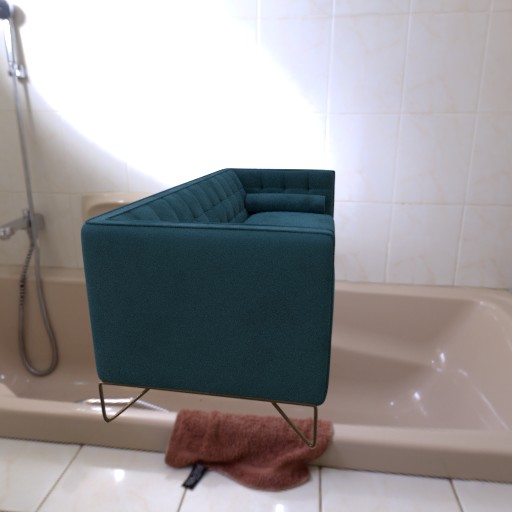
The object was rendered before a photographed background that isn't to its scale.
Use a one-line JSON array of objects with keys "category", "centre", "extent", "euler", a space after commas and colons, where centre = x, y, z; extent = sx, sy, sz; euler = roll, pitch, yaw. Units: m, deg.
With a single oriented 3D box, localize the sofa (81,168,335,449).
[{"category": "sofa", "centre": [0.000, 0.000, 2.476], "extent": [0.867, 0.789, 2.087], "euler": [3, 17, 9]}]
